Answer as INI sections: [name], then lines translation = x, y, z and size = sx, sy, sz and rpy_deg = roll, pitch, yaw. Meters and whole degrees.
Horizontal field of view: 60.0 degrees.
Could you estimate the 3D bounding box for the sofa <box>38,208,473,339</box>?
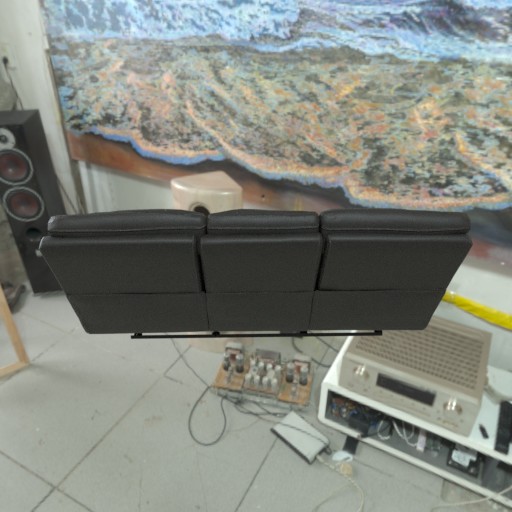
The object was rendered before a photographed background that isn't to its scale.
[sofa]
translation = 0.000, 0.000, 3.221
size = 2.627, 1.134, 1.104
rpy_deg = -1, 32, -1
